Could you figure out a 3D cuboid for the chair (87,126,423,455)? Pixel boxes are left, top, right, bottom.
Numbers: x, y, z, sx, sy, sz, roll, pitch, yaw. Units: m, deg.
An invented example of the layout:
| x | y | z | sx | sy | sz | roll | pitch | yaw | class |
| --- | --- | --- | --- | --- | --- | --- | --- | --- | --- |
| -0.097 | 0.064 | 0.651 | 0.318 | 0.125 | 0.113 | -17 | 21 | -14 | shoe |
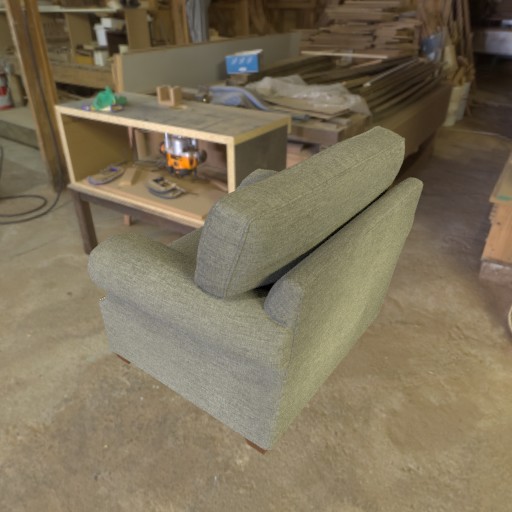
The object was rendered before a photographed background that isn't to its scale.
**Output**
| x | y | z | sx | sy | sz | roll | pitch | yaw | class |
| --- | --- | --- | --- | --- | --- | --- | --- | --- | --- |
| 0.000 | 0.000 | 1.814 | 0.965 | 0.961 | 1.092 | 21 | 37 | 31 | chair |
